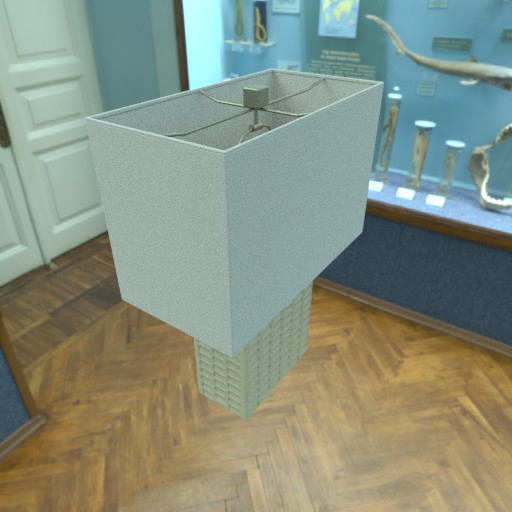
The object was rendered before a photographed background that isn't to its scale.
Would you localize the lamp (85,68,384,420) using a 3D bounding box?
[{"bbox_3d":[0.000,0.000,0.706,0.200,0.515,0.380,21,38,29],"label":"lamp"}]
